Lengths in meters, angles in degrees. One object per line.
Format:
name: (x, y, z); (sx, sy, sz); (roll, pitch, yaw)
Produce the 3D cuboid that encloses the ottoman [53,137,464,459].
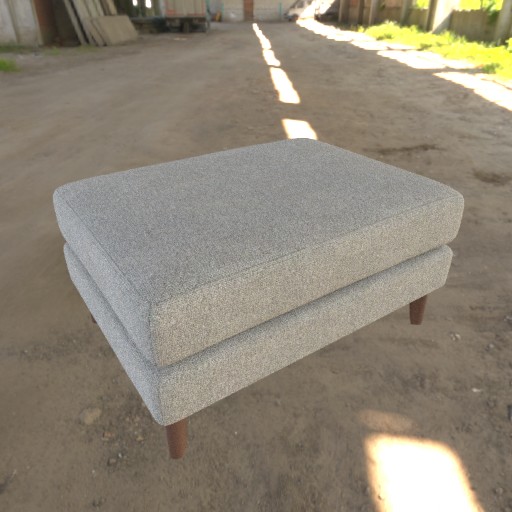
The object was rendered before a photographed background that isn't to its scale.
ottoman: (0.000, 0.000, 1.151); (0.821, 0.441, 0.611); (-19, 35, -29)
